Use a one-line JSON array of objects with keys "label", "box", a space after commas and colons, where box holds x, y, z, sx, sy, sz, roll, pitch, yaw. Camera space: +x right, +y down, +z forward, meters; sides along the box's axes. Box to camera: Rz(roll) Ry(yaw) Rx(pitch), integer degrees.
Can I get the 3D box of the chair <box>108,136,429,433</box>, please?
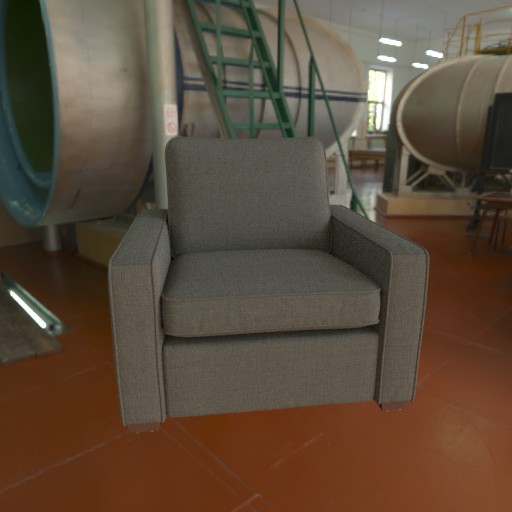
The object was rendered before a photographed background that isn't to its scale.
[{"label": "chair", "box": [0.000, 0.000, 1.783, 1.017, 0.919, 0.940, -2, 16, -8]}]
